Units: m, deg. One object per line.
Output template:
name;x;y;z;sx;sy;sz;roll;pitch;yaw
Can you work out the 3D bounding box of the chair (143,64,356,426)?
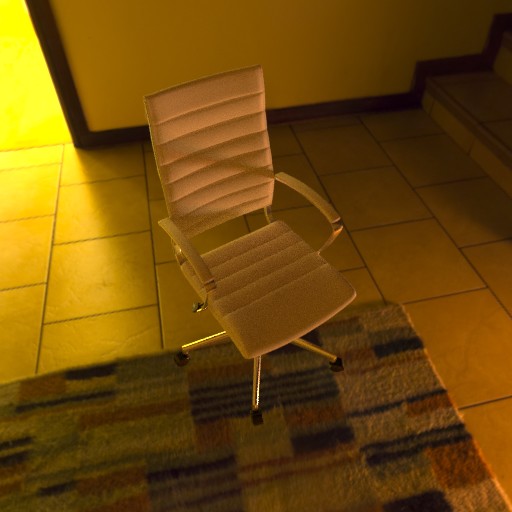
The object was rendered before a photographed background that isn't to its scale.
chair;0.000;0.000;1.700;0.766;1.149;0.739;-25;52;-22
